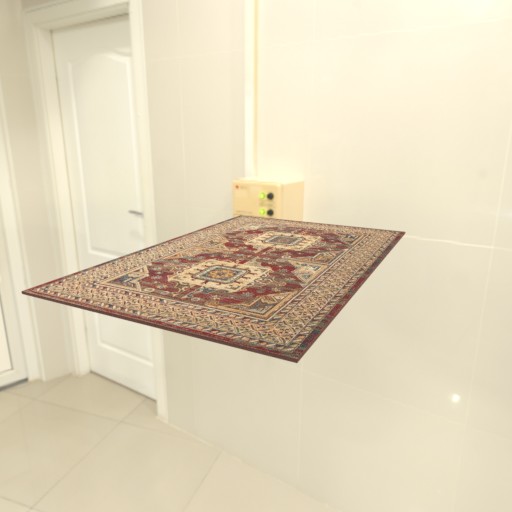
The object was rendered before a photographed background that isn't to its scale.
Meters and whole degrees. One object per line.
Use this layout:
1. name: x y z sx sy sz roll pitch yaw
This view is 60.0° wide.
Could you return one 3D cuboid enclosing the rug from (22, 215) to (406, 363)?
1. rug: 0.000 0.000 5.815 3.033 0.033 4.578 8 18 26
